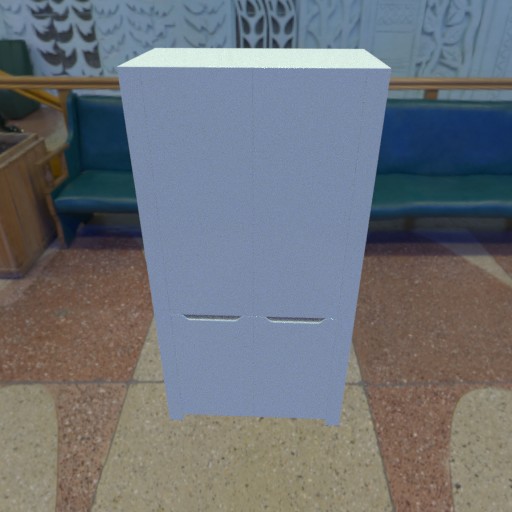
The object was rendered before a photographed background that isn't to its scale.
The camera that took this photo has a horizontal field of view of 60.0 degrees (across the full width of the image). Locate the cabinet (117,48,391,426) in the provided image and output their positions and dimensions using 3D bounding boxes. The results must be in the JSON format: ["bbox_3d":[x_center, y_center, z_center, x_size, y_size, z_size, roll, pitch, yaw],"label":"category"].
[{"bbox_3d":[0.000,0.000,2.324,0.980,1.920,0.580,1,31,2],"label":"cabinet"}]
